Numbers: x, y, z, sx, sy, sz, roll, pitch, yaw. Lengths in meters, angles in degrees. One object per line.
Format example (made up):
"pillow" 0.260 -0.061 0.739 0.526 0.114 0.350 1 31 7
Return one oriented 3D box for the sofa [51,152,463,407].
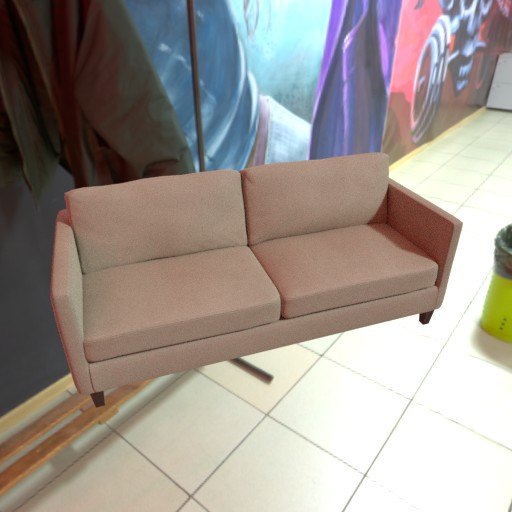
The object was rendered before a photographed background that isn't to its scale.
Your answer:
"sofa" 0.000 0.000 2.664 2.181 0.932 0.948 -10 32 -16
